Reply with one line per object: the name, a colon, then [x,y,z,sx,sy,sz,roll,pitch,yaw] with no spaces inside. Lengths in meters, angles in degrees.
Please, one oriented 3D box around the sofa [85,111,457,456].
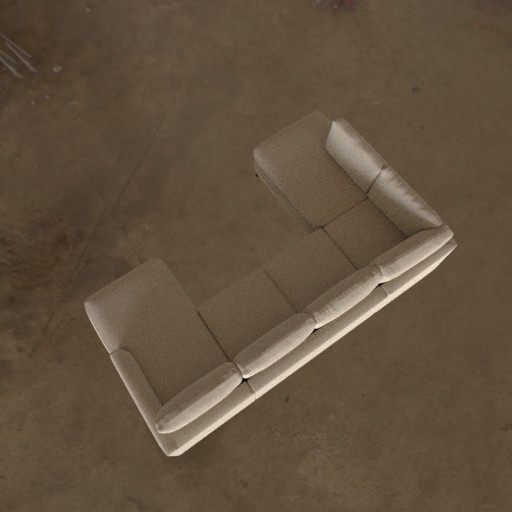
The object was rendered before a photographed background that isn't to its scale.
sofa: [0.000,0.000,3.990,2.984,0.862,1.989,-33,70,-13]
